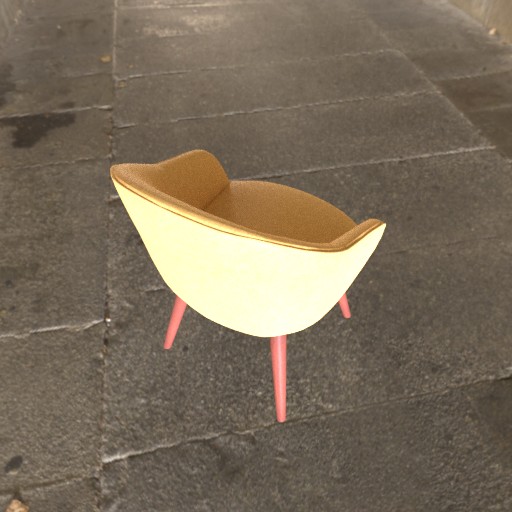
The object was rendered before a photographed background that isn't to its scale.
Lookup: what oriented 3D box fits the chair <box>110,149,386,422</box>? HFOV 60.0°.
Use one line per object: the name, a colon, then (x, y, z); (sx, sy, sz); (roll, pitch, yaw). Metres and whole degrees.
chair: (0.000, 0.000, 1.273); (0.596, 0.823, 0.635); (26, 52, 22)
